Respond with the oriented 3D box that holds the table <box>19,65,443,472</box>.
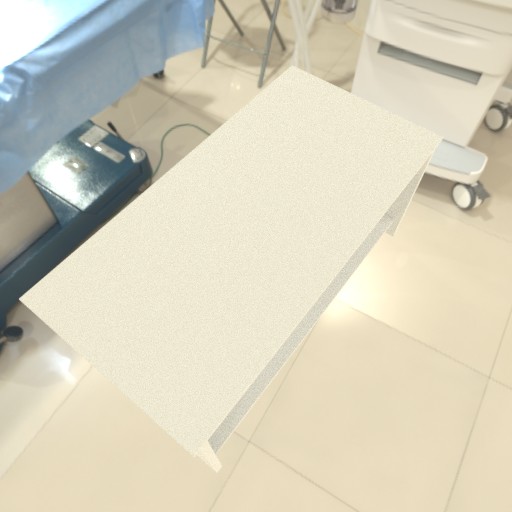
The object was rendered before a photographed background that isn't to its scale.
[{"bbox_3d":[0.000,0.000,1.255,0.500,0.441,1.000,34,64,19],"label":"table"}]
